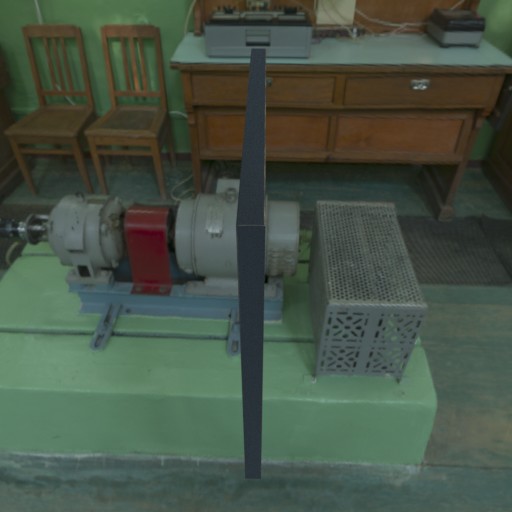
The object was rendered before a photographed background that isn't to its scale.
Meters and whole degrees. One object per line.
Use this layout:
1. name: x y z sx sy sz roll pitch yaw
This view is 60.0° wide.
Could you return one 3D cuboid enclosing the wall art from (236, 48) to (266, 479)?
1. wall art: 0.000 0.000 1.108 0.038 0.762 0.762 1 41 1
